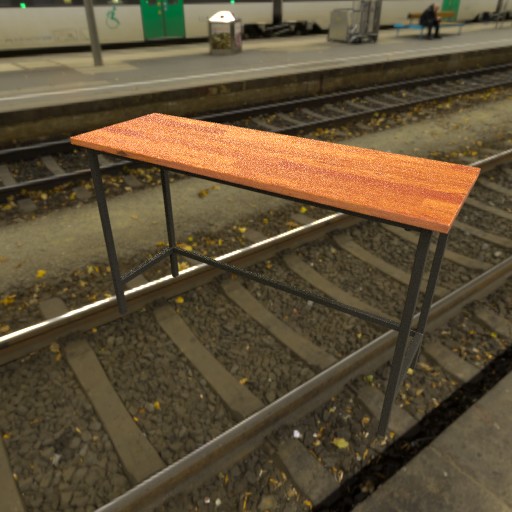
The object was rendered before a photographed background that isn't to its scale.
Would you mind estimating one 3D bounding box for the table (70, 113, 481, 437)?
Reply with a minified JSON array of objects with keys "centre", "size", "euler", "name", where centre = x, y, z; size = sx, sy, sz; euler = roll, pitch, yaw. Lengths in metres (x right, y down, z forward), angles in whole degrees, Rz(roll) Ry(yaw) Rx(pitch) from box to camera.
[{"centre":[0.000,0.000,1.534],"size":[1.204,0.740,0.408],"euler":[18,35,27],"name":"table"}]
